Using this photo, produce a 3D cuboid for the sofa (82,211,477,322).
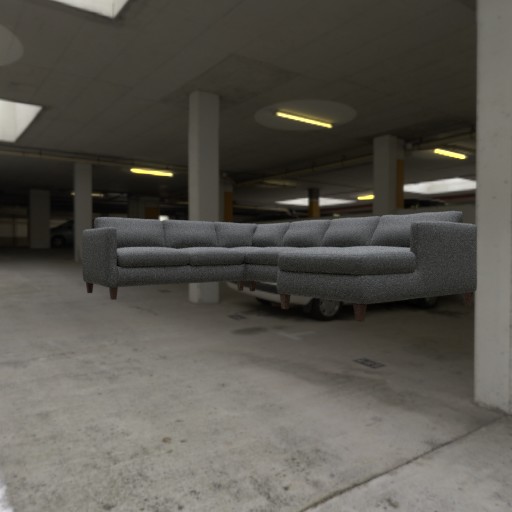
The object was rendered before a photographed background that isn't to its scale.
[{"bbox_3d":[0.000,0.000,4.446,2.551,0.853,3.238,-1,1,-37],"label":"sofa"}]
